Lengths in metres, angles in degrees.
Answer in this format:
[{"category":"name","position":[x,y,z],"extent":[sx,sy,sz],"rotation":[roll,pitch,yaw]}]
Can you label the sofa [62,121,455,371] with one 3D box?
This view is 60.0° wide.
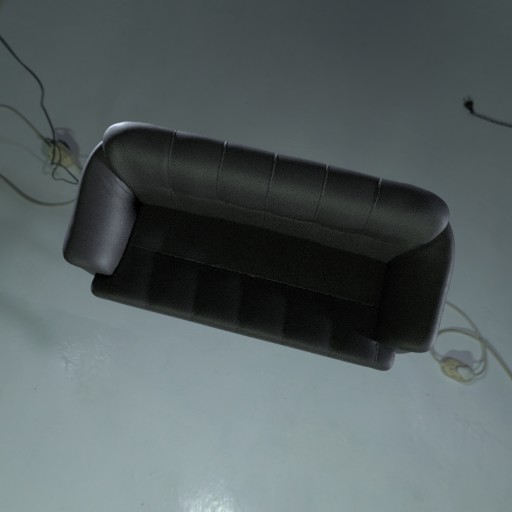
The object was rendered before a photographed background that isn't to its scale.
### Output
[{"category":"sofa","position":[0.000,0.000,2.284],"extent":[1.829,0.811,0.800],"rotation":[14,76,4]}]
